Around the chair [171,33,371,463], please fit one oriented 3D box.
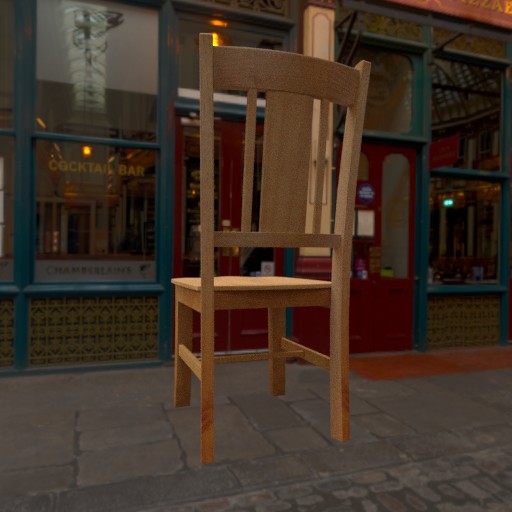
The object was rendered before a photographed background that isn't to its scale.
[{"bbox_3d":[0.000,0.000,1.305,0.450,0.998,0.556,0,0,-20],"label":"chair"}]
